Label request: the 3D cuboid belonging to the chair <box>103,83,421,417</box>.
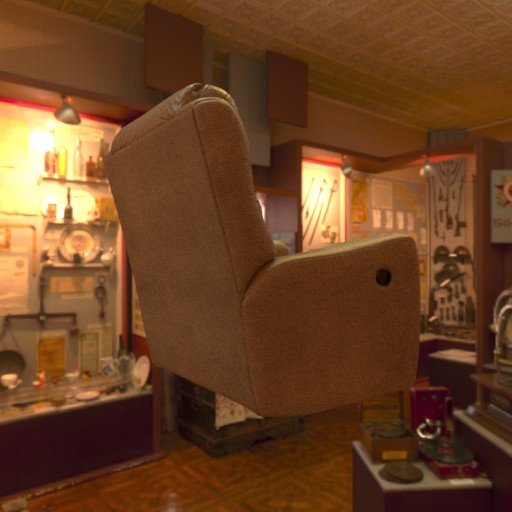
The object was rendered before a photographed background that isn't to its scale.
[{"bbox_3d":[0.000,0.000,1.909,1.068,1.116,0.965,0,-1,-36],"label":"chair"}]
